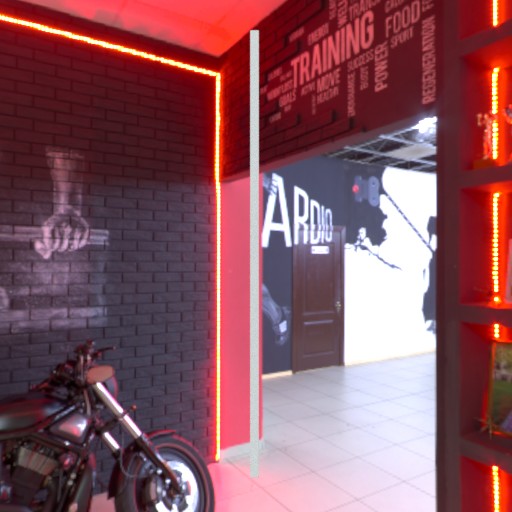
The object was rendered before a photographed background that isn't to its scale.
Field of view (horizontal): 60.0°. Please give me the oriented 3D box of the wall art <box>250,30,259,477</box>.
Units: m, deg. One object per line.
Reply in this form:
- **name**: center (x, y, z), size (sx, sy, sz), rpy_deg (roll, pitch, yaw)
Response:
- **wall art**: center (0.000, 0.000, 0.681), size (0.009, 0.457, 0.456), rpy_deg (0, -1, 0)
